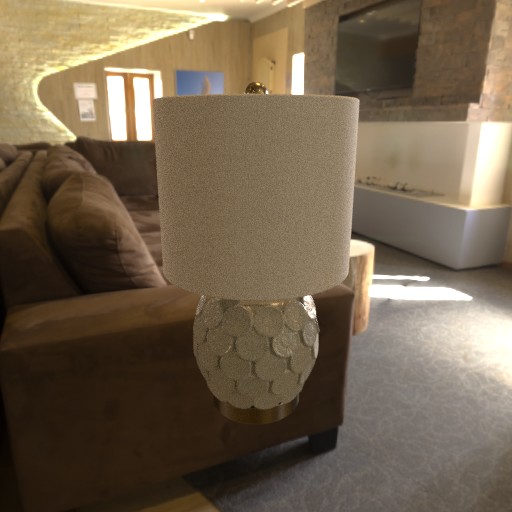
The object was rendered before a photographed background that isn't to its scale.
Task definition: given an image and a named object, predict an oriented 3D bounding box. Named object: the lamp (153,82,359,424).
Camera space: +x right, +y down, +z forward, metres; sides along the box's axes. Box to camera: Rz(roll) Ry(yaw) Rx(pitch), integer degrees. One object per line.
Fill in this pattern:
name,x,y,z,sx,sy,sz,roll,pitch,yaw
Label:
lamp,0.000,0.000,0.616,0.254,0.452,0.254,0,17,0
